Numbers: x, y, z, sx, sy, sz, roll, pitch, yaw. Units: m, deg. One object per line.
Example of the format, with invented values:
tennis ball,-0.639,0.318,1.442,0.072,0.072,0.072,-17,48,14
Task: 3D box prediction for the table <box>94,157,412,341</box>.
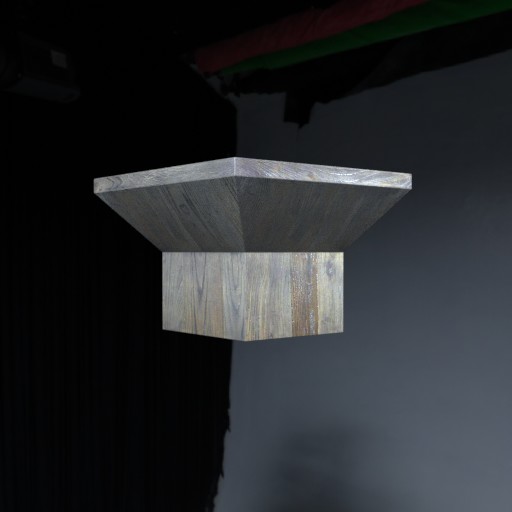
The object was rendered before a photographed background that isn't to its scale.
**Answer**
table,0.000,0.000,1.621,1.115,0.488,0.966,0,1,35
